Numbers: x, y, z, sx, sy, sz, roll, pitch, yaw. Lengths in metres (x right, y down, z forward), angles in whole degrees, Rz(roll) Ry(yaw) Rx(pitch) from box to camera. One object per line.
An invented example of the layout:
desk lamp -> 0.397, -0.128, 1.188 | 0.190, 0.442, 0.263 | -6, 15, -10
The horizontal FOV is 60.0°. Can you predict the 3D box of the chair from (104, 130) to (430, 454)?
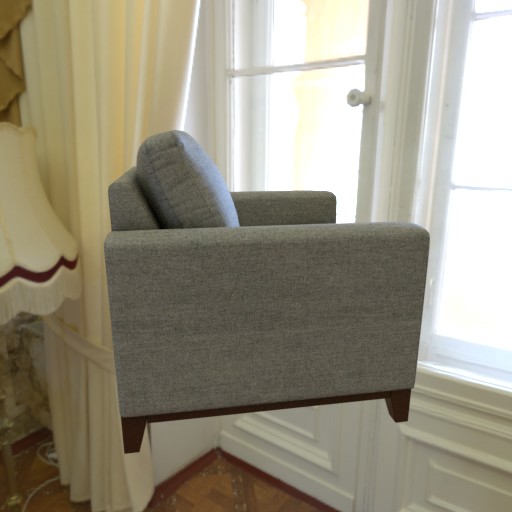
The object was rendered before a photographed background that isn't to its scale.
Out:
chair -> 0.000, 0.000, 1.847 | 1.038, 1.010, 1.024 | -3, 16, -9
